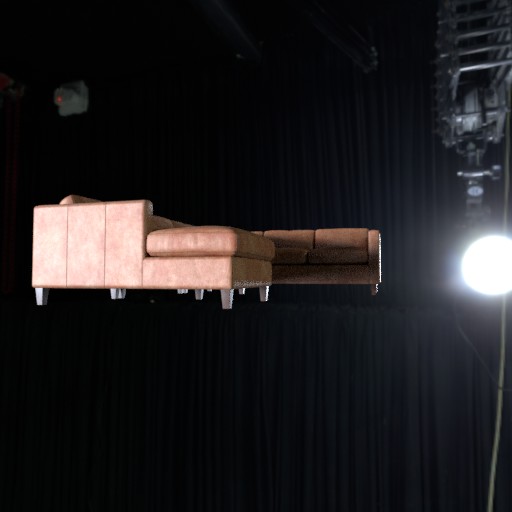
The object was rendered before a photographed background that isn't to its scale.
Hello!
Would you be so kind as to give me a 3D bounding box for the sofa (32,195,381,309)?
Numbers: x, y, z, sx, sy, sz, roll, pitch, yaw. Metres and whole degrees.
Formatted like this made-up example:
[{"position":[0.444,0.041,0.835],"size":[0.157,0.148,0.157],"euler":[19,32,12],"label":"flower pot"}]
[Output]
[{"position":[0.000,0.000,4.519],"size":[2.430,0.832,3.401],"euler":[-1,-3,16],"label":"sofa"}]
